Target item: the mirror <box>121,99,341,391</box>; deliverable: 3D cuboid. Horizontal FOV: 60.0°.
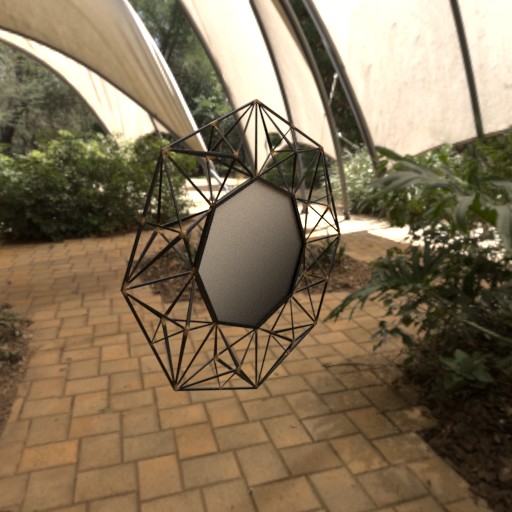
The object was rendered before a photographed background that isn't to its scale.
[{"bbox_3d":[0.000,0.000,1.060,0.094,0.710,0.710,14,20,42],"label":"mirror"}]
